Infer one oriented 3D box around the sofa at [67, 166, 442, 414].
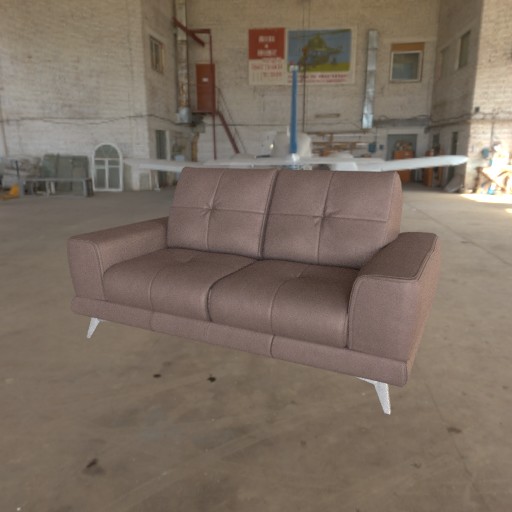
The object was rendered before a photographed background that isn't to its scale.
[{"bbox_3d":[0.000,0.000,2.386,1.806,0.907,1.018,7,15,26],"label":"sofa"}]
